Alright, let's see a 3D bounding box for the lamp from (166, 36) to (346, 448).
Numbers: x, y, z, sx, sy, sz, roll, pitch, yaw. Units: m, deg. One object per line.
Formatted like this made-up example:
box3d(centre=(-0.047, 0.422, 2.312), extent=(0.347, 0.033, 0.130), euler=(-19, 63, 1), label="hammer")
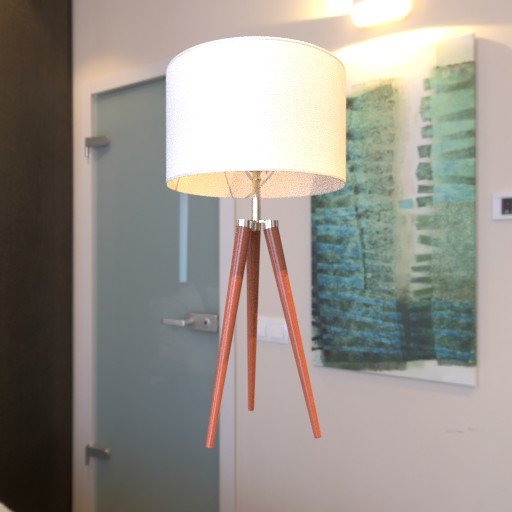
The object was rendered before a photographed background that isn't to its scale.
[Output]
box3d(centre=(0.000, 0.000, 0.892), extent=(0.355, 0.709, 0.354), euler=(0, 0, 0), label="lamp")
